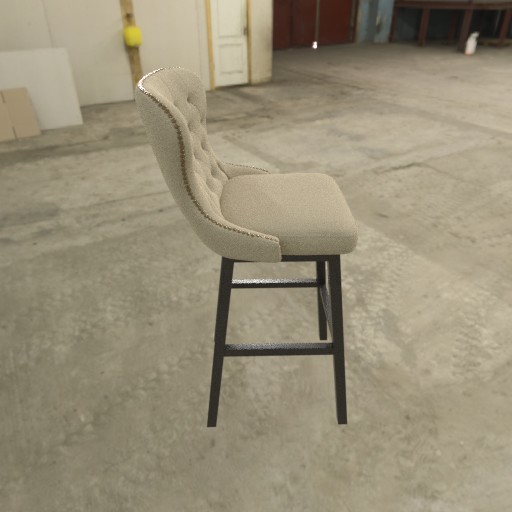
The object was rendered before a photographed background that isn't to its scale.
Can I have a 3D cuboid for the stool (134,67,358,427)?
[{"bbox_3d":[0.000,0.000,1.403,0.605,1.066,0.528,-1,31,-1],"label":"stool"}]
